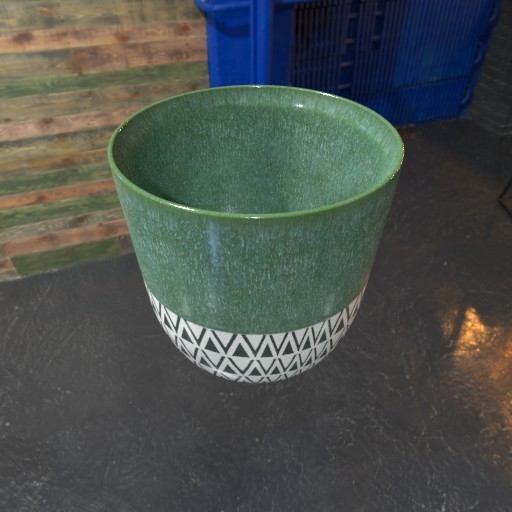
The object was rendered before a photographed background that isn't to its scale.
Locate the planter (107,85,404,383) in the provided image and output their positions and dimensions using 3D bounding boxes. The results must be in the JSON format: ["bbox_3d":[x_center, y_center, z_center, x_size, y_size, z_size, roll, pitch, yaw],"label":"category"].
[{"bbox_3d":[0.000,0.000,0.368,0.195,0.214,0.195,0,40,0],"label":"planter"}]
